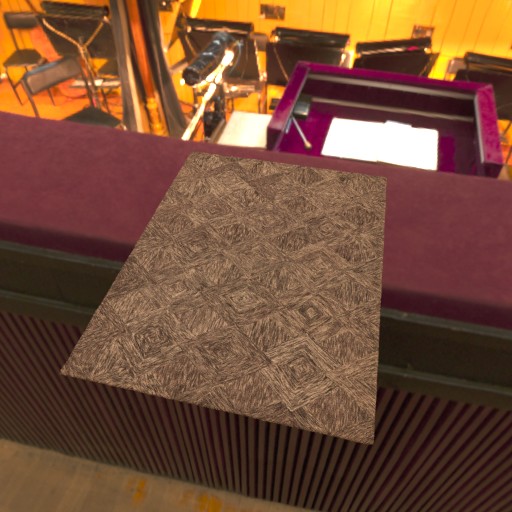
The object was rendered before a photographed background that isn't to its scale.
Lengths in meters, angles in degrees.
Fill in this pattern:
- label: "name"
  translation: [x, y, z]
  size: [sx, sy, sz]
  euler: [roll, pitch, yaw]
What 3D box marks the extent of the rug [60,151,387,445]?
- label: "rug"
  translation: [0.000, 0.000, 4.371]
  size: [2.448, 0.017, 3.204]
  euler: [10, 47, 9]
